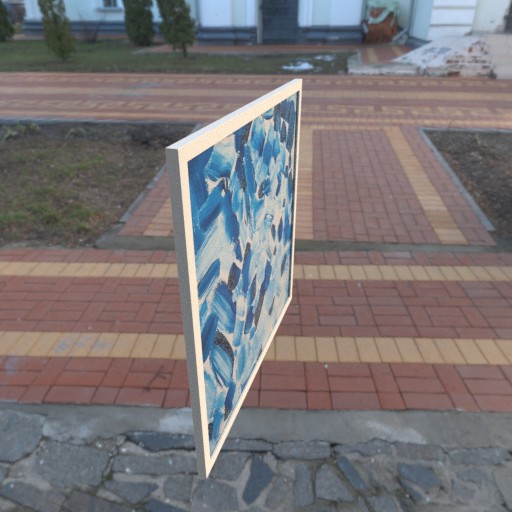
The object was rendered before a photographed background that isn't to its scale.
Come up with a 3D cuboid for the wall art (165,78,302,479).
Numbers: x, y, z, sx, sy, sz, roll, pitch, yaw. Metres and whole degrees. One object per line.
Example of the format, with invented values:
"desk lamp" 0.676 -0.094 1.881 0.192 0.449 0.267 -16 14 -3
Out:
"wall art" 0.000 0.000 0.687 0.012 0.457 0.457 9 31 16
